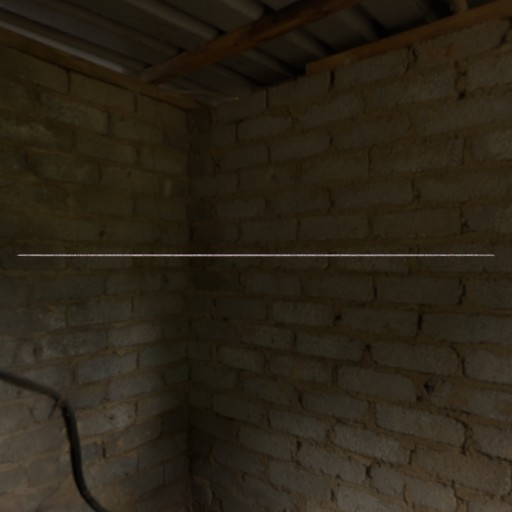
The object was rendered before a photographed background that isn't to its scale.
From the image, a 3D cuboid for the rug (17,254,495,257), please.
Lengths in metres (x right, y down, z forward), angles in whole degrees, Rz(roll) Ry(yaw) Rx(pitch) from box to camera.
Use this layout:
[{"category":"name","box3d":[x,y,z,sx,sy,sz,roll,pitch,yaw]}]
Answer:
[{"category":"rug","box3d":[0.000,0.000,2.306,1.829,0.005,1.219,0,0,0]}]
